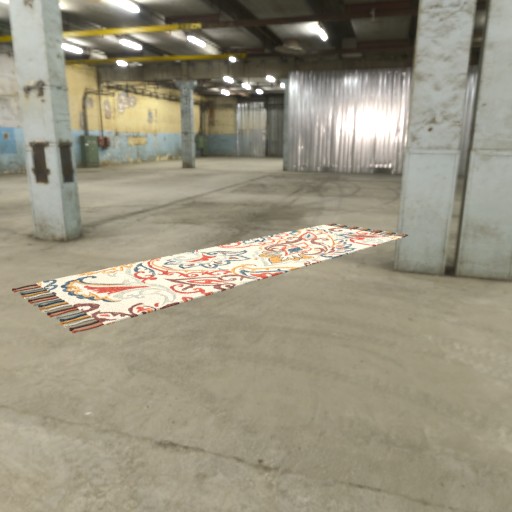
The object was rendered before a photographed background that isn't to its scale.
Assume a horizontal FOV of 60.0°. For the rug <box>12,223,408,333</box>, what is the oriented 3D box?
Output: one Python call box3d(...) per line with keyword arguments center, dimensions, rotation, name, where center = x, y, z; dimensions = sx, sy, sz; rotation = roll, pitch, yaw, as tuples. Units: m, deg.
box3d(center=(0.000, 0.000, 2.853), dimensions=(2.682, 0.015, 0.763), rotation=(-14, 19, -43), name="rug")
